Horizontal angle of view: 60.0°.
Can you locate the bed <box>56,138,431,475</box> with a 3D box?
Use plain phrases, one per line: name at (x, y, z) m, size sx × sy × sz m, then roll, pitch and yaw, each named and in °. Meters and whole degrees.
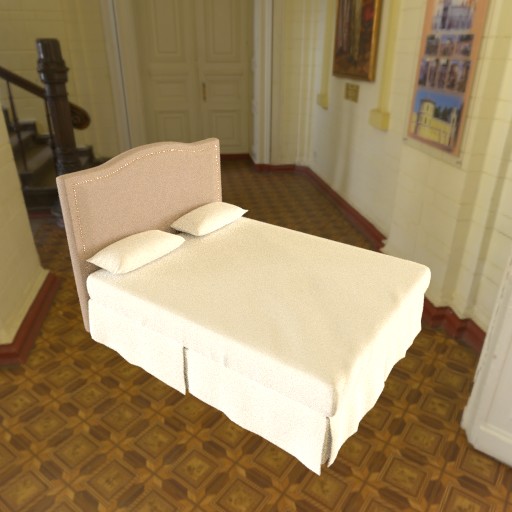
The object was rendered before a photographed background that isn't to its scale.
bed at (0.000, 0.000, 3.423) m, size 2.282 × 1.436 × 1.821 m, roll 18°, pitch 31°, yaw 31°
